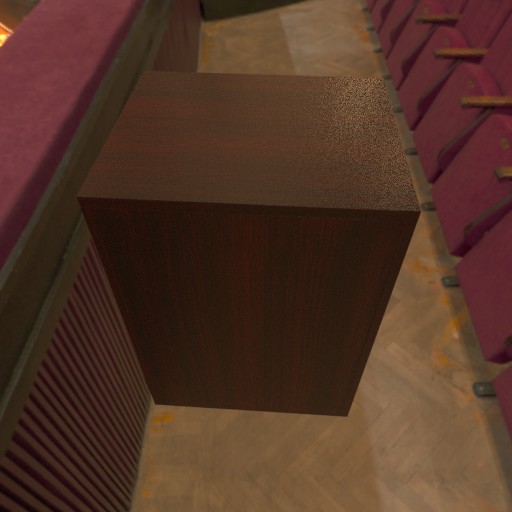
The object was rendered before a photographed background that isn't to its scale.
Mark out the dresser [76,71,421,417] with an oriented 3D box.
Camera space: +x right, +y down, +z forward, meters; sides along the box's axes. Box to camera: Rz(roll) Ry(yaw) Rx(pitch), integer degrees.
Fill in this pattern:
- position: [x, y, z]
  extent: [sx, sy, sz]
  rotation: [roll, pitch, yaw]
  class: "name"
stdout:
- position: [0.000, 0.000, 0.839]
  extent: [0.400, 0.560, 0.360]
  rotation: [3, 47, 3]
  class: "dresser"
